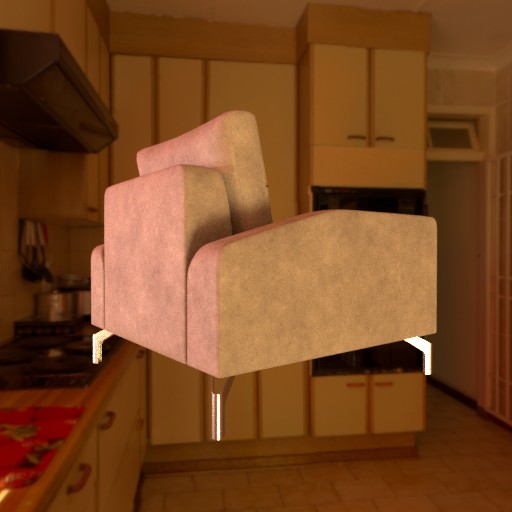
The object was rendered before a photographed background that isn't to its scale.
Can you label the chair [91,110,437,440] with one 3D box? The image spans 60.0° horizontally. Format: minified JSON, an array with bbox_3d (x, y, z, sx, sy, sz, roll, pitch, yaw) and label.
[{"bbox_3d":[0.000,0.000,1.586,0.900,0.800,0.900,-1,1,-37],"label":"chair"}]
